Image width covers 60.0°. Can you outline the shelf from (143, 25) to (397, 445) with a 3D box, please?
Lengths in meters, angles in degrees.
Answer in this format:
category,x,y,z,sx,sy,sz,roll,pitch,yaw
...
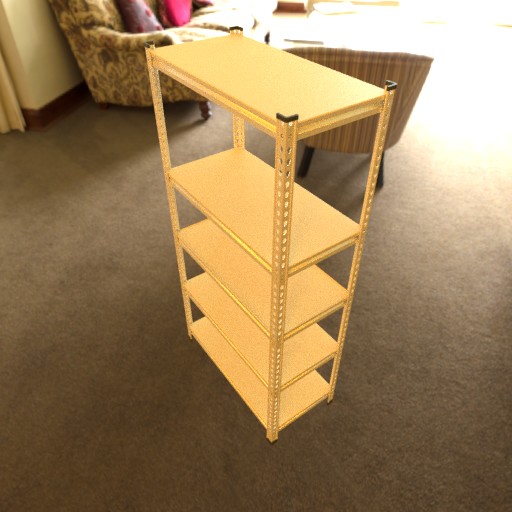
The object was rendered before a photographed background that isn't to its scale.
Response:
category,x,y,z,sx,sy,sz,roll,pitch,yaw
shelf,0.000,0.000,2.175,0.457,1.829,0.914,-25,46,-26
